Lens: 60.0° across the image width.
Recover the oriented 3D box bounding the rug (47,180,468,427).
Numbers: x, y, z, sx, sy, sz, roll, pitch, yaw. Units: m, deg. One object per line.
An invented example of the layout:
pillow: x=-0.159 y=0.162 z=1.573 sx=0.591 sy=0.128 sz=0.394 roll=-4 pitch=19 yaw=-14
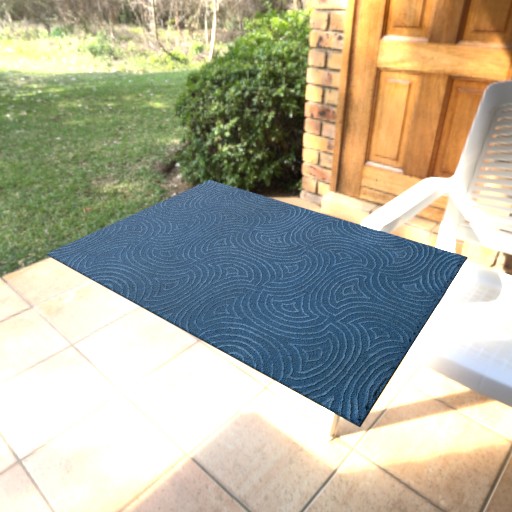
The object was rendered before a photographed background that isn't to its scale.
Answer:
rug: x=0.000 y=0.000 z=2.777 sx=2.144 sy=0.015 sz=1.543 roll=21 pitch=37 yaw=31
